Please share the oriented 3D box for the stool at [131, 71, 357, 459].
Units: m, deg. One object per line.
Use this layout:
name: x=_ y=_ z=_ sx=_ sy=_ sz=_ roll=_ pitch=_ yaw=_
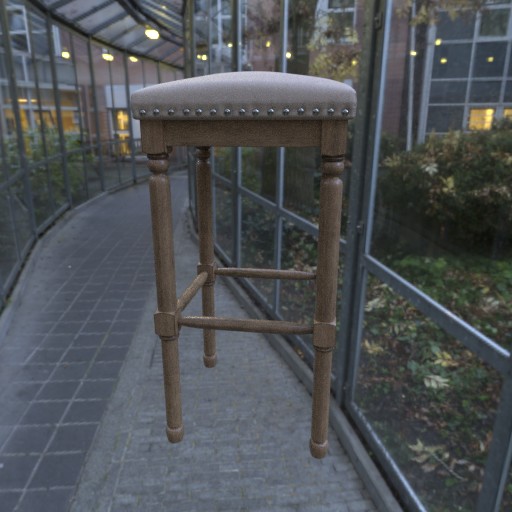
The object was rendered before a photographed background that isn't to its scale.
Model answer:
stool: x=0.000 y=0.000 z=1.001 sx=0.383 sy=0.768 sz=0.382 roll=3 pitch=17 yaw=8
